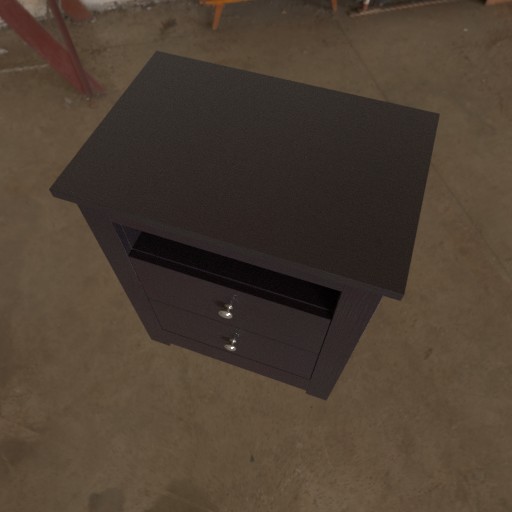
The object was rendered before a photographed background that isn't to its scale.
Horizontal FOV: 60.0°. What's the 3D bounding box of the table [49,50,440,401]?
[{"bbox_3d":[0.000,0.000,1.085,0.589,0.711,0.408,17,60,10],"label":"table"}]
